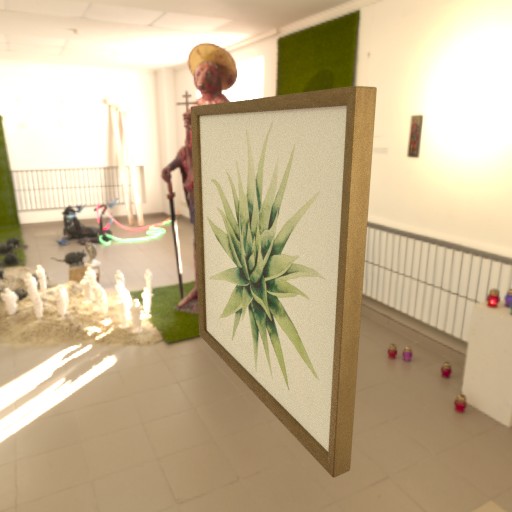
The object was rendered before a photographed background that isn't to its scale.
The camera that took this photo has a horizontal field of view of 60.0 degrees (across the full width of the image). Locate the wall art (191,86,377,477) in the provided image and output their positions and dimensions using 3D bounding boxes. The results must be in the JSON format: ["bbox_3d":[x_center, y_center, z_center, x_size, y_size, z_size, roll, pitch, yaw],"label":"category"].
[{"bbox_3d":[0.000,0.000,0.760,0.030,0.506,0.503,-8,18,-27],"label":"wall art"}]
